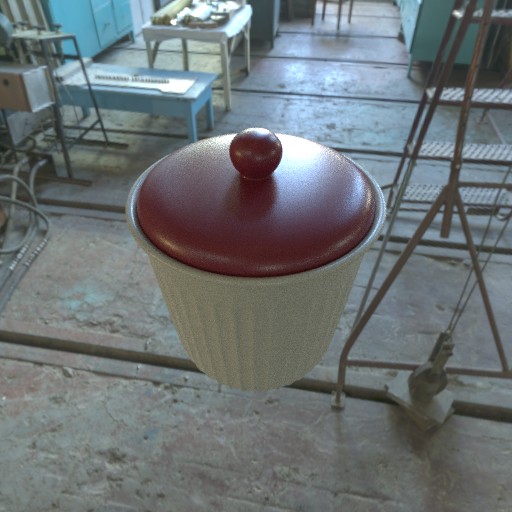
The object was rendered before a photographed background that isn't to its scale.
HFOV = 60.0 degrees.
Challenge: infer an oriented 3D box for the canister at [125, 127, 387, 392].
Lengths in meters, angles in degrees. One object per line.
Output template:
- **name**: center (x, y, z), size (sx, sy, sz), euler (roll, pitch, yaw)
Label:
- **canister**: center (0.000, 0.000, 0.353), size (0.181, 0.211, 0.181), euler (0, 41, 0)
